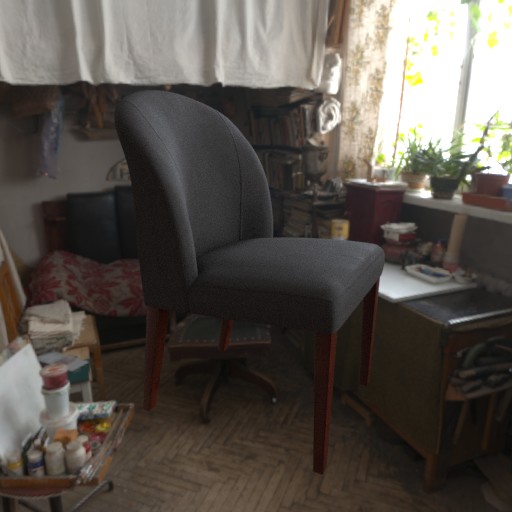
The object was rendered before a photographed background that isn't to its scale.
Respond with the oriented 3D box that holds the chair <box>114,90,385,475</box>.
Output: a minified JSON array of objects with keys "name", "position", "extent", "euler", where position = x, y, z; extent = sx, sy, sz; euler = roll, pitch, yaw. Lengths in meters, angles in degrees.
[{"name":"chair","position":[0.000,0.000,1.224],"extent":[0.619,0.879,0.506],"euler":[8,18,26]}]
